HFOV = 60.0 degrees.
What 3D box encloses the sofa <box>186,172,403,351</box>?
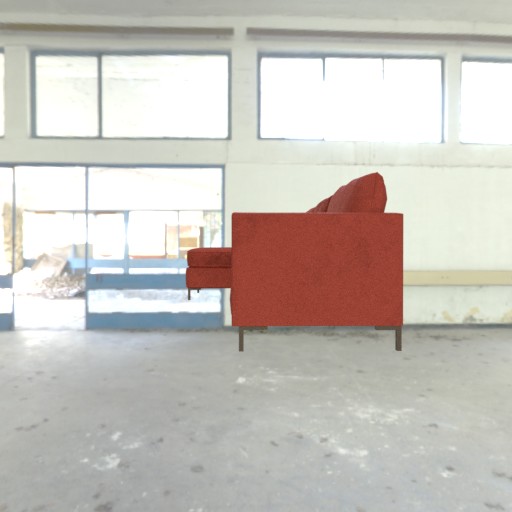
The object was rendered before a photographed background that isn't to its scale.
[{"bbox_3d":[0.000,0.000,4.001,1.500,0.967,3.400,0,1,-1],"label":"sofa"}]
